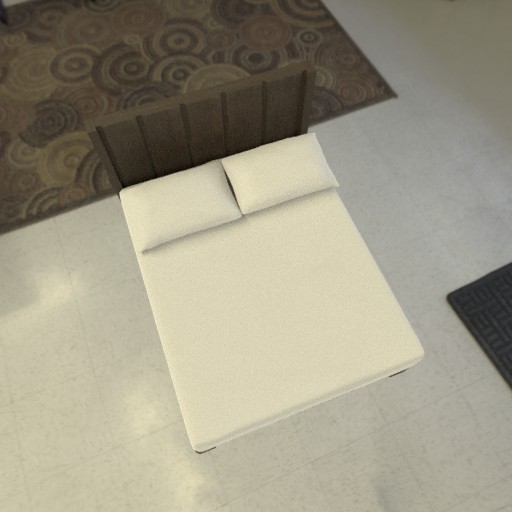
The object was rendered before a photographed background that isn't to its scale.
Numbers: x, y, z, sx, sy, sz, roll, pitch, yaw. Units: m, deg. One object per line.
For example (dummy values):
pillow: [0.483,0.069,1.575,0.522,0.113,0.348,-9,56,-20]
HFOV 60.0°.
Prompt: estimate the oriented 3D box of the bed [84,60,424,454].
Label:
bed: [0.000,0.000,3.330,1.727,1.270,2.242,-19,65,-9]
